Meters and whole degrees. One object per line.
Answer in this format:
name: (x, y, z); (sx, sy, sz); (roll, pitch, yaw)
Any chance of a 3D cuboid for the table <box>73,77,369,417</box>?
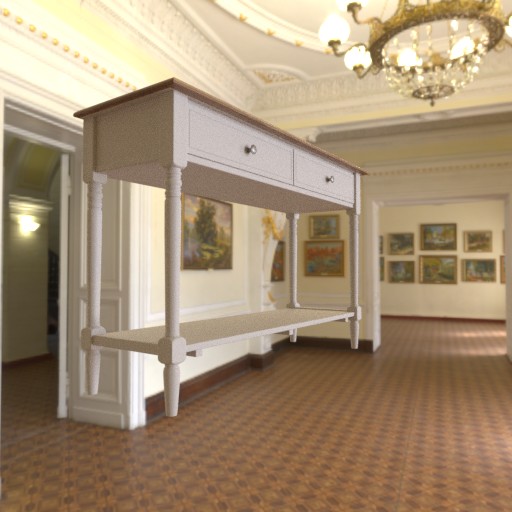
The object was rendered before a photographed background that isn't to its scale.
table: (0.000, 0.000, 1.619); (0.399, 0.800, 1.219); (-1, -2, 35)
